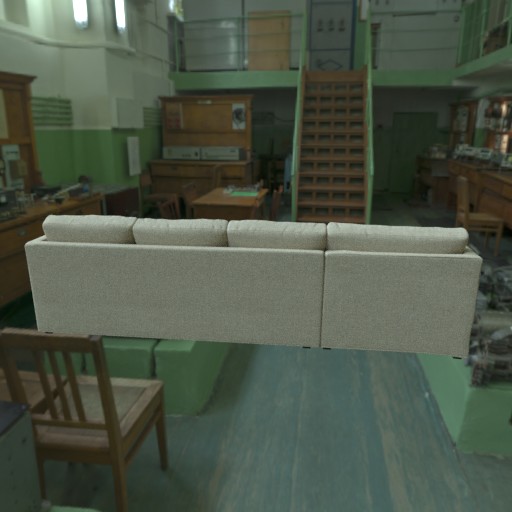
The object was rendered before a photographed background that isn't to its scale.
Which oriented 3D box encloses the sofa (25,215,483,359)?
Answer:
[{"bbox_3d":[0.000,0.000,3.878,3.205,0.922,1.650,2,17,6],"label":"sofa"}]
